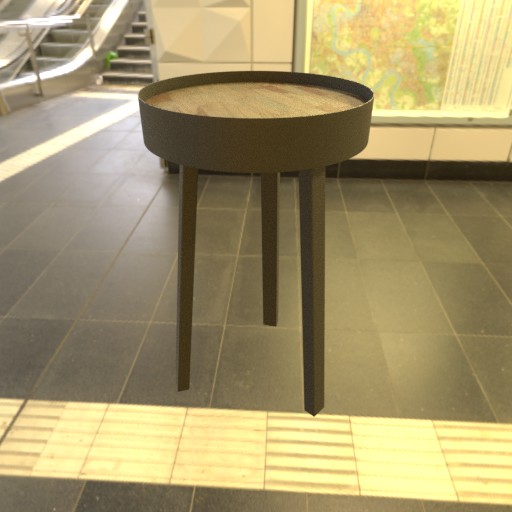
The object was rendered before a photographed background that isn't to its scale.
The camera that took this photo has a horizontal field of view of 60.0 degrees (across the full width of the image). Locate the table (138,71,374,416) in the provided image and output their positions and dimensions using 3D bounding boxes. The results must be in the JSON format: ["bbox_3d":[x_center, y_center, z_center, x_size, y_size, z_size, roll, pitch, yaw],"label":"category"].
[{"bbox_3d":[0.000,0.000,0.957,0.406,0.686,0.406,-9,32,-14],"label":"table"}]
